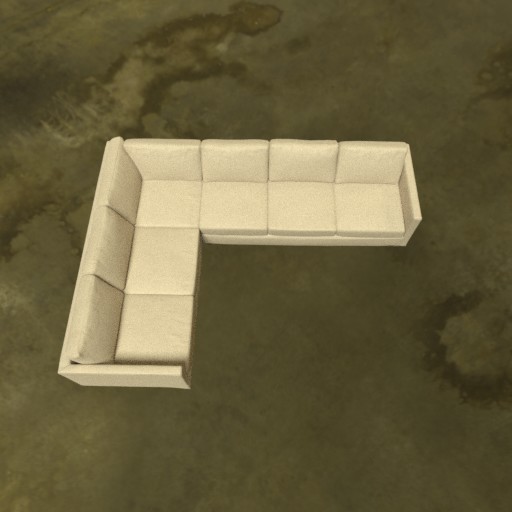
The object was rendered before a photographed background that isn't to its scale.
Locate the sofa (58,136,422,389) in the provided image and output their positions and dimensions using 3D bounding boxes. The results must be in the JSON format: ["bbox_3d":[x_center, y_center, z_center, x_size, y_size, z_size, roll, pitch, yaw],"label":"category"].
[{"bbox_3d":[0.000,0.000,4.318,3.182,0.863,2.432,1,64,0],"label":"sofa"}]
